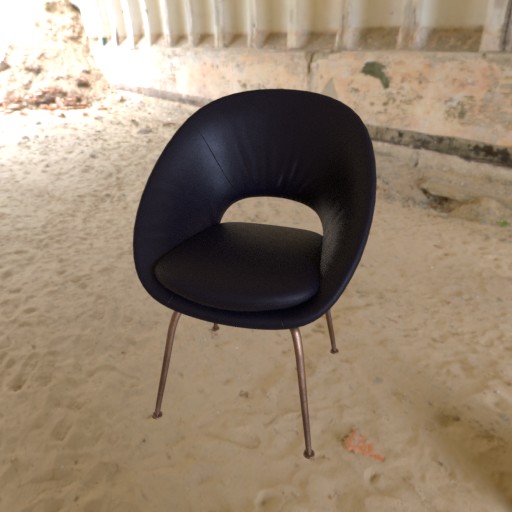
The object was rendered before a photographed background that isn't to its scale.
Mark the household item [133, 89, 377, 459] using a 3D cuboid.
[{"bbox_3d":[0.000,0.000,1.271,0.623,0.852,0.573,8,27,16],"label":"household item"}]
